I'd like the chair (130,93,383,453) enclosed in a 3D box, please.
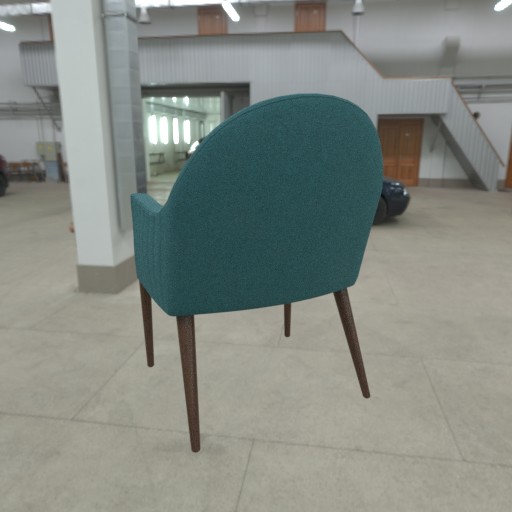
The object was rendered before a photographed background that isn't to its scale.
[{"bbox_3d":[0.000,0.000,1.388,0.656,0.907,0.652,-7,16,-25],"label":"chair"}]
